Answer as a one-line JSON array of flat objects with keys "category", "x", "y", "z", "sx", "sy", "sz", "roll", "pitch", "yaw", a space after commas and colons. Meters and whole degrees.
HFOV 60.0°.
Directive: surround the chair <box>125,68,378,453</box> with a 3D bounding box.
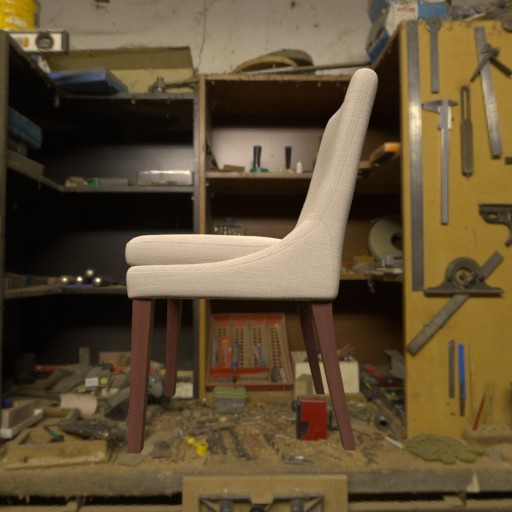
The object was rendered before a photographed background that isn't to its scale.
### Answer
[{"category": "chair", "x": 0.000, "y": 0.000, "z": 1.295, "sx": 0.638, "sy": 0.940, "sz": 0.515, "roll": 0, "pitch": -1, "yaw": -1}]
